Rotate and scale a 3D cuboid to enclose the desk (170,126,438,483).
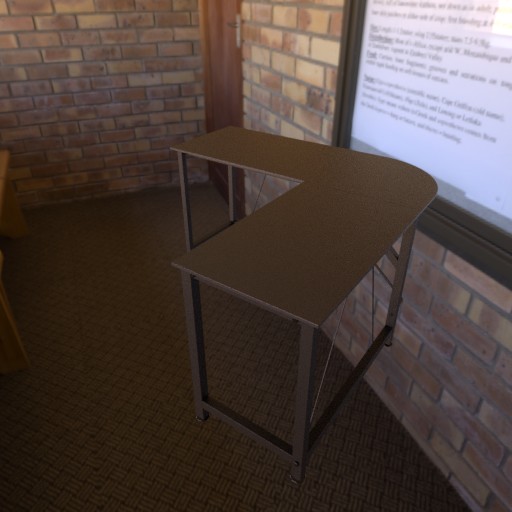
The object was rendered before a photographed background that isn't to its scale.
[{"bbox_3d":[0.000,0.000,2.204,1.400,0.762,1.400,20,37,30],"label":"desk"}]
